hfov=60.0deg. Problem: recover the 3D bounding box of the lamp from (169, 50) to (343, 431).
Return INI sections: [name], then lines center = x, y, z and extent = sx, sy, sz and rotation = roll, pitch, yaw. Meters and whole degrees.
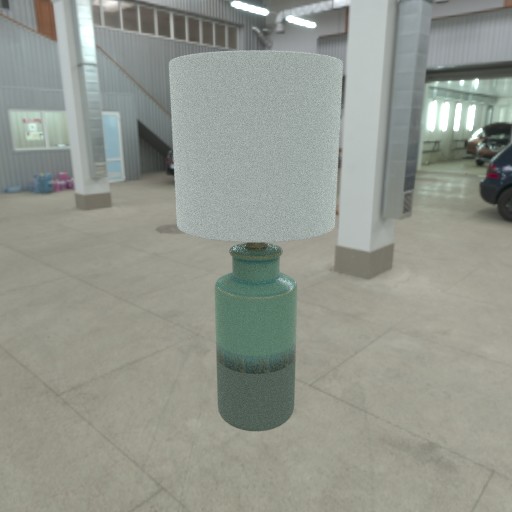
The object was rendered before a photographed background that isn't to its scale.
[lamp]
center = 0.000, 0.000, 0.617
extent = 0.212, 0.493, 0.212
rotation = 2, 16, 7
